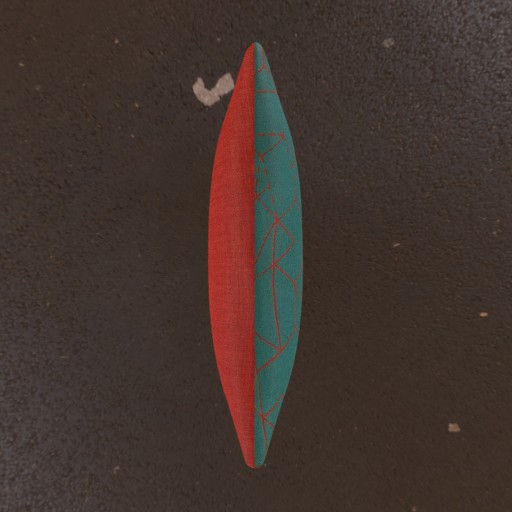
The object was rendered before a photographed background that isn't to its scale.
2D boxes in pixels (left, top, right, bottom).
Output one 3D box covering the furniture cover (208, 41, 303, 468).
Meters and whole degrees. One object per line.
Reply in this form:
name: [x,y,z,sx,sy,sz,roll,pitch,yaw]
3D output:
furniture cover: [0.000,0.000,0.785,0.158,0.508,0.517,0,90,0]
